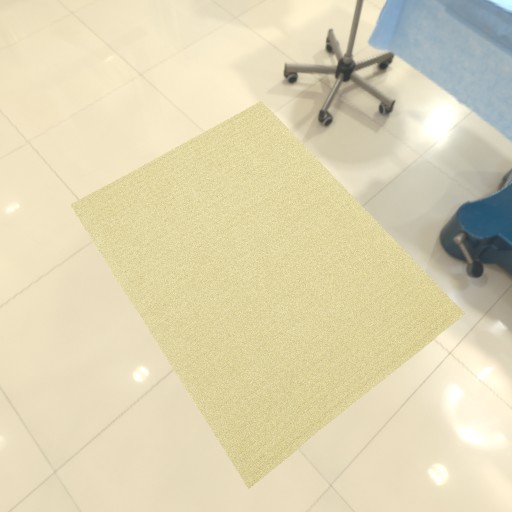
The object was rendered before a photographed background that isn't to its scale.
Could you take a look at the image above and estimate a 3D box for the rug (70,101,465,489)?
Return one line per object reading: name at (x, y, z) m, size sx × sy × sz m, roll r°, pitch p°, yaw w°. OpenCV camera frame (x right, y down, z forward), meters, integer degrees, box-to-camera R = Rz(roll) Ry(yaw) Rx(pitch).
rug at (0.000, 0.000, 4.317) m, size 2.452 × 0.016 × 3.204 m, roll -33°, pitch 69°, yaw -15°
